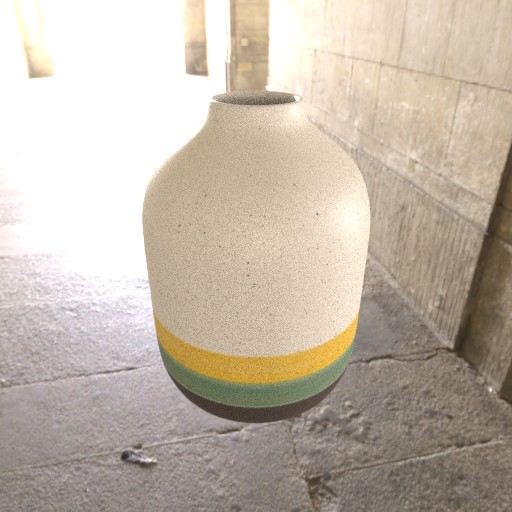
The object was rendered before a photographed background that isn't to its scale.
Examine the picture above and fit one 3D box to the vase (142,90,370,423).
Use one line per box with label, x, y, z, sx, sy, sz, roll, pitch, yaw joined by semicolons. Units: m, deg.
vase;0.000;0.000;0.352;0.169;0.240;0.169;0;29;0
